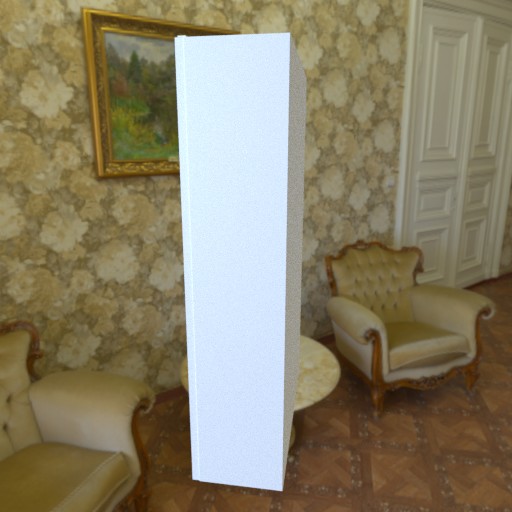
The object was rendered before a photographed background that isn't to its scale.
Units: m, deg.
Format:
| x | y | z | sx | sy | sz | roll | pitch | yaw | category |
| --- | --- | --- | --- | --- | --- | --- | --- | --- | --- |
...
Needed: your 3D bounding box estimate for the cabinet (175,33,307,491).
| x | y | z | sx | sy | sz | roll | pitch | yaw | category |
| --- | --- | --- | --- | --- | --- | --- | --- | --- | --- |
| 0.000 | 0.000 | 2.647 | 0.480 | 2.160 | 1.250 | 2 | 14 | 9 | cabinet |
